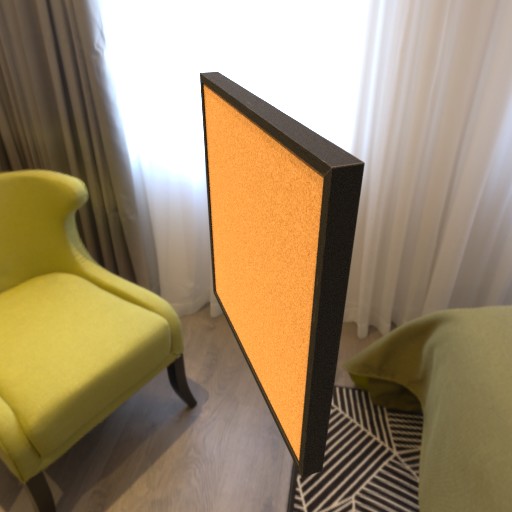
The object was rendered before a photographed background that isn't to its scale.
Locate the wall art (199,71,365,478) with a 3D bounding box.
[{"bbox_3d":[0.000,0.000,0.755,0.036,0.506,0.506,-11,34,-17],"label":"wall art"}]
